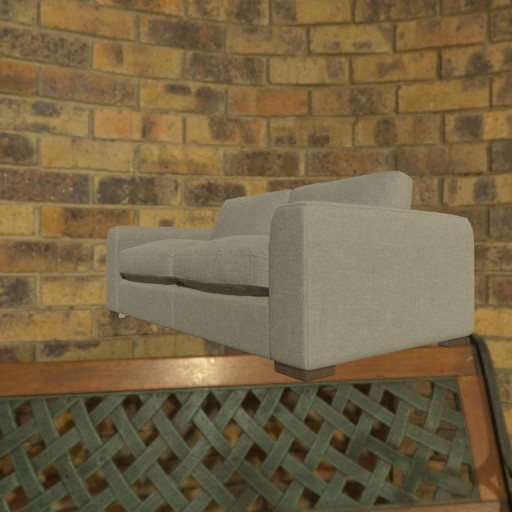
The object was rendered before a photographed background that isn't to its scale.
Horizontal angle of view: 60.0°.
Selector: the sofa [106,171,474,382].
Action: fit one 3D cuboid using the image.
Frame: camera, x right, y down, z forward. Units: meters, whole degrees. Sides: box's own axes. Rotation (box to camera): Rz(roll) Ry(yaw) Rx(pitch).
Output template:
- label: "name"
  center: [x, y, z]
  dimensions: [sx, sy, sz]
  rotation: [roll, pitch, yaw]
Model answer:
- label: "sofa"
  center: [0.000, 0.000, 2.447]
  dimensions: [1.069, 0.800, 1.920]
  rotation: [0, 0, -37]
